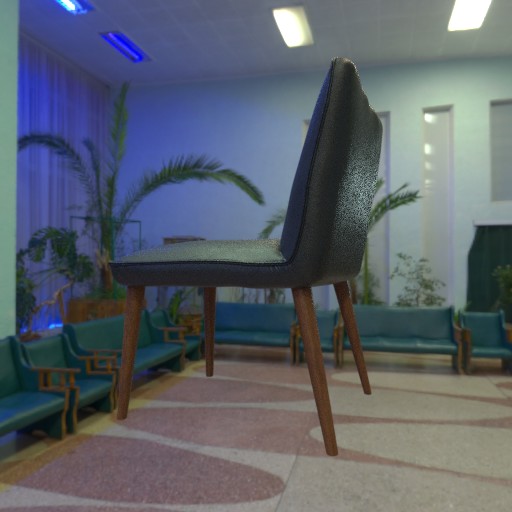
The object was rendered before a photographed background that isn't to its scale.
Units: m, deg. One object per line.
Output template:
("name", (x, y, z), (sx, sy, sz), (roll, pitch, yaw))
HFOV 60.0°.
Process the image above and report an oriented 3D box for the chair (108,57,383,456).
("chair", (0.000, 0.000, 1.196), (0.645, 0.801, 0.543), (0, -1, 18))
